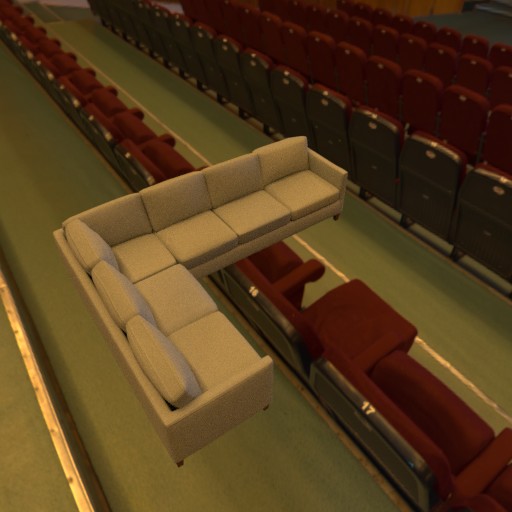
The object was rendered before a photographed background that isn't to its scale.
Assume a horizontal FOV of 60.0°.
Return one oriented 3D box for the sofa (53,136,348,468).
[{"bbox_3d":[0.000,0.000,4.577,3.301,0.947,2.592,-26,48,-25],"label":"sofa"}]
